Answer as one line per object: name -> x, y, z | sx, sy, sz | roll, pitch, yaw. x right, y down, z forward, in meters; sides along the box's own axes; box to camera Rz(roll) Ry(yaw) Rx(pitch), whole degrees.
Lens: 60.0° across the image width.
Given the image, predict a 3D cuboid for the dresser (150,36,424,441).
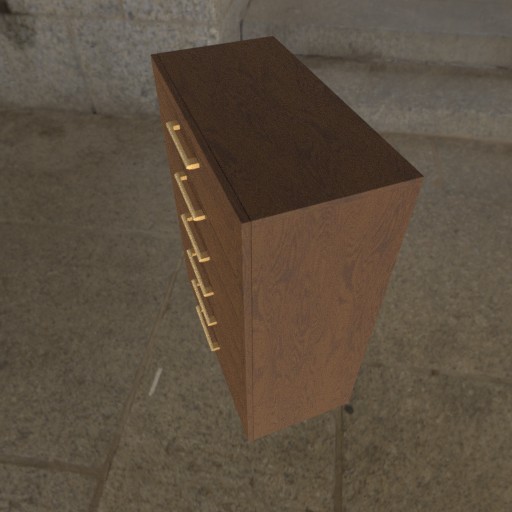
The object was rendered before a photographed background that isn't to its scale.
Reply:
dresser -> 0.000, 0.000, 1.812 | 0.516, 1.320, 0.964 | -16, 49, -14
